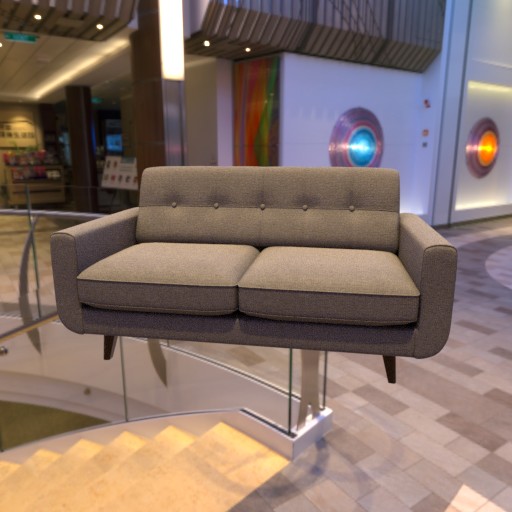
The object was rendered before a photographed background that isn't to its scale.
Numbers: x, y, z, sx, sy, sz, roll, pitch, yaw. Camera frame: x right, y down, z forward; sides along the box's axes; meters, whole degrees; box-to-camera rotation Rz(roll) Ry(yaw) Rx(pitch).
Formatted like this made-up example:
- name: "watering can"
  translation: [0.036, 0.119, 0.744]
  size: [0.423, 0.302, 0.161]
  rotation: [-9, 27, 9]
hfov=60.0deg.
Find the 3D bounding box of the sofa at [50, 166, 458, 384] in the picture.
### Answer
- name: "sofa"
  translation: [0.000, 0.000, 2.169]
  size: [1.631, 0.841, 0.909]
  rotation: [2, 13, 9]
